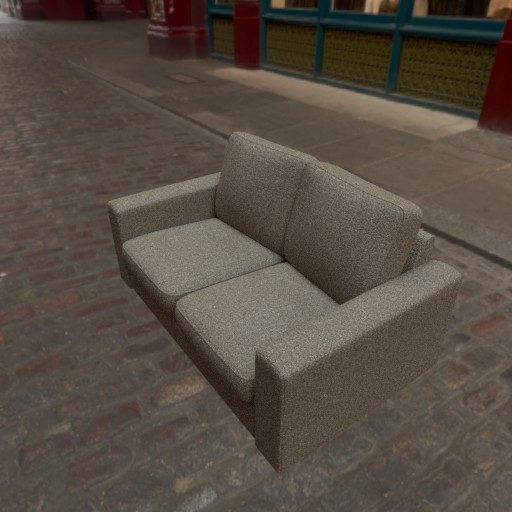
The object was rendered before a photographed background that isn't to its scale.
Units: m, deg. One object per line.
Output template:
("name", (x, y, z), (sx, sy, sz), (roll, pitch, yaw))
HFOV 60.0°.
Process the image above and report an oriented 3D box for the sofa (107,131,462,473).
("sofa", (0.000, 0.000, 2.243), (1.016, 0.873, 1.616), (-21, 38, -30))
